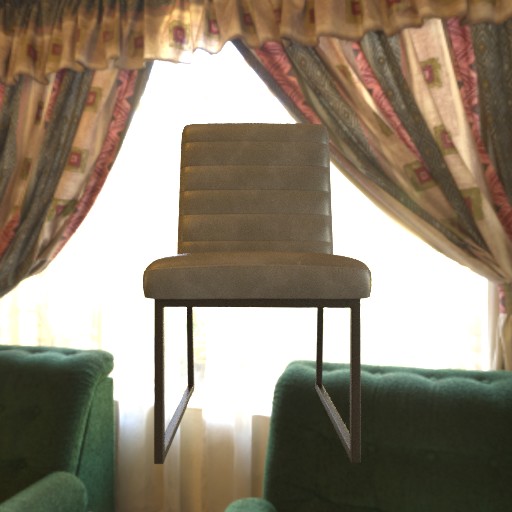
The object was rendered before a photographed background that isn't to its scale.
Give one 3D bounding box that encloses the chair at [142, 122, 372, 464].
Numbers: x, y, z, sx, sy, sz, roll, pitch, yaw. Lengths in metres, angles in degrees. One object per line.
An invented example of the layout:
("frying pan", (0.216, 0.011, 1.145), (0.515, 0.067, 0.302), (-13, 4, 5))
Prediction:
("chair", (0.000, 0.000, 1.291), (0.520, 0.930, 0.634), (0, 0, -1))
